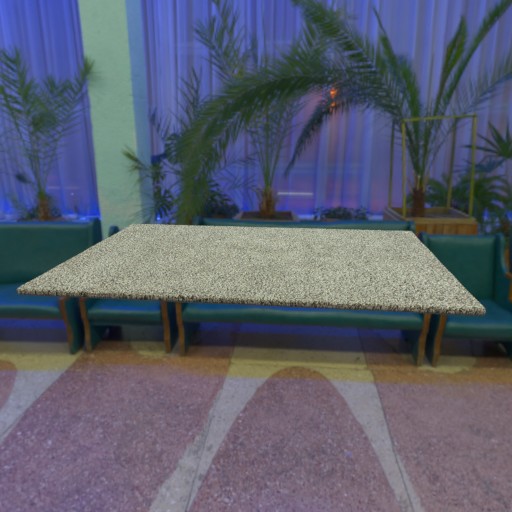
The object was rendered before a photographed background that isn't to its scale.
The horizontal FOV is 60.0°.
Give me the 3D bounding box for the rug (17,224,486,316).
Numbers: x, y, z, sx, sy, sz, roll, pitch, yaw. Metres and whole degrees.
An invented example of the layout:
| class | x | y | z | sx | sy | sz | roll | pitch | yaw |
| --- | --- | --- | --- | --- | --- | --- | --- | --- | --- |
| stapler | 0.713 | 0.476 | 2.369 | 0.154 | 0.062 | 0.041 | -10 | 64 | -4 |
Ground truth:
| class | x | y | z | sx | sy | sz | roll | pitch | yaw |
| --- | --- | --- | --- | --- | --- | --- | --- | --- | --- |
| rug | 0.000 | 0.000 | 2.235 | 1.778 | 0.030 | 1.219 | 2 | 17 | 6 |
